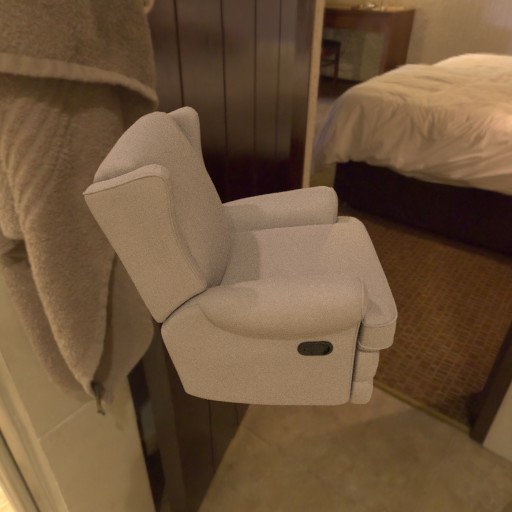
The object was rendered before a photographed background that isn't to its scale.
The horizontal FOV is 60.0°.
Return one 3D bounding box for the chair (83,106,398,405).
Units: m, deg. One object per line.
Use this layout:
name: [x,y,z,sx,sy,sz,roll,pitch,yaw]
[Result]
chair: [0.000,0.000,1.734,0.969,1.011,0.847,0,33,1]
